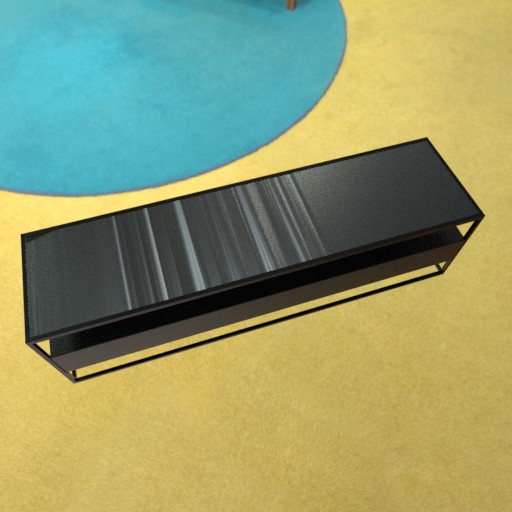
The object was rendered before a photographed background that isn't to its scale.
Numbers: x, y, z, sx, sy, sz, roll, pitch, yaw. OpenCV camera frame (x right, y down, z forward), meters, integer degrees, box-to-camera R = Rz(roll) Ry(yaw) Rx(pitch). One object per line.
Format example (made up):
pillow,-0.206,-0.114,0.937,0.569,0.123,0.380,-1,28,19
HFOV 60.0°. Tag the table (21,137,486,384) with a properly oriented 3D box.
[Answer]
table,0.000,0.000,1.633,1.486,0.395,0.399,-15,59,-9
